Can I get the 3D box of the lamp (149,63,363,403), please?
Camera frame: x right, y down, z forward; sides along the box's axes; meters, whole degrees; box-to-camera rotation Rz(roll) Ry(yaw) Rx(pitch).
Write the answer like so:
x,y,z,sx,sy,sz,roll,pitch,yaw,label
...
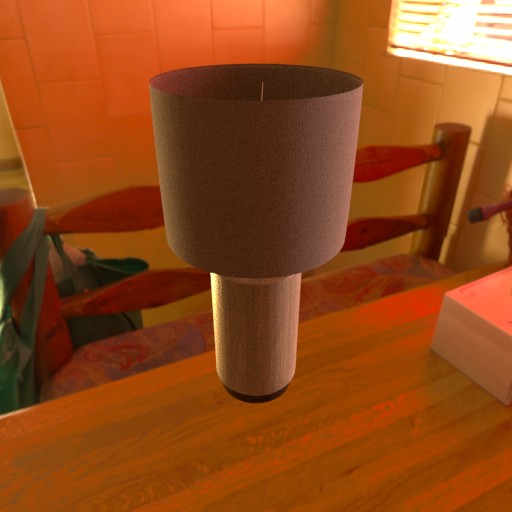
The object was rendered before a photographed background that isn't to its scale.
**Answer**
x,y,z,sx,sy,sz,roll,pitch,yaw,label
0.000,0.000,0.590,0.228,0.444,0.228,20,36,29,lamp
